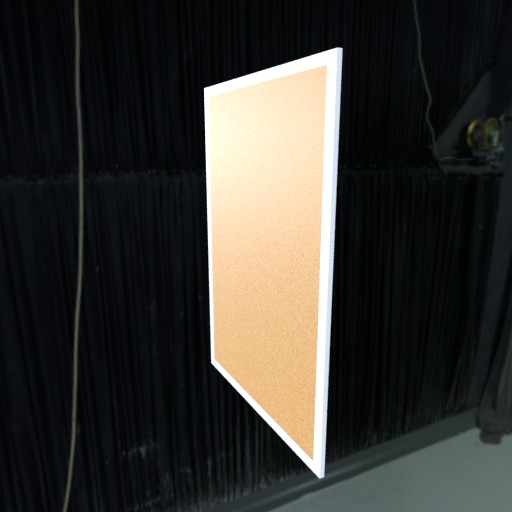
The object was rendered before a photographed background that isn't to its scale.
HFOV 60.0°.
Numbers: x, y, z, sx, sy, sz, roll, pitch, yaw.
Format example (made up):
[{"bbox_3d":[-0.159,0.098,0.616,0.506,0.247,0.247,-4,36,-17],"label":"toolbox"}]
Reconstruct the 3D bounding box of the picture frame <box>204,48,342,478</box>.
[{"bbox_3d":[0.000,0.000,1.219,0.013,0.940,0.659,-7,16,-27],"label":"picture frame"}]
